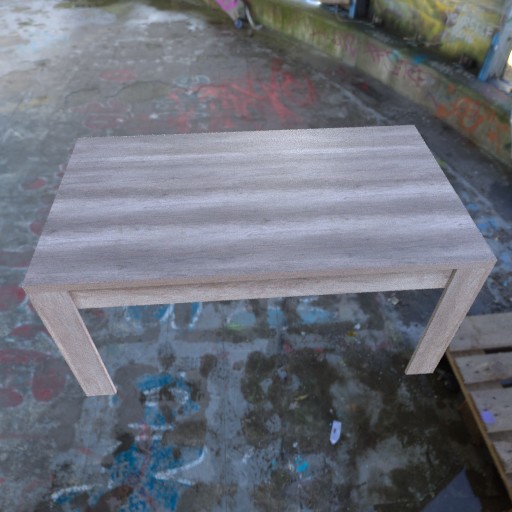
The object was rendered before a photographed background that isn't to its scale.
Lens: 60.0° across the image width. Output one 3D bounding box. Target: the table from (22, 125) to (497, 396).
[{"bbox_3d":[0.000,0.000,2.075,1.600,0.775,0.900,-3,46,-3],"label":"table"}]
